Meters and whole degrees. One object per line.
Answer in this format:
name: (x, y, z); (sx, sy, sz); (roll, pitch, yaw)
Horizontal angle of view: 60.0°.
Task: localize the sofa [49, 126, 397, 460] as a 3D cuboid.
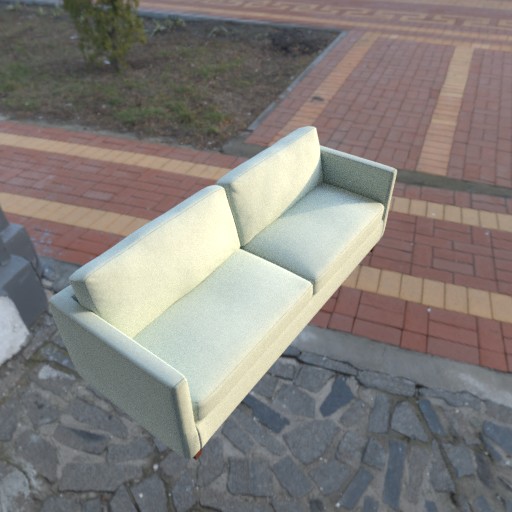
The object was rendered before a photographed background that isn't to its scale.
sofa: (0.000, 0.000, 2.999); (0.948, 0.965, 2.434); (25, 46, 27)
